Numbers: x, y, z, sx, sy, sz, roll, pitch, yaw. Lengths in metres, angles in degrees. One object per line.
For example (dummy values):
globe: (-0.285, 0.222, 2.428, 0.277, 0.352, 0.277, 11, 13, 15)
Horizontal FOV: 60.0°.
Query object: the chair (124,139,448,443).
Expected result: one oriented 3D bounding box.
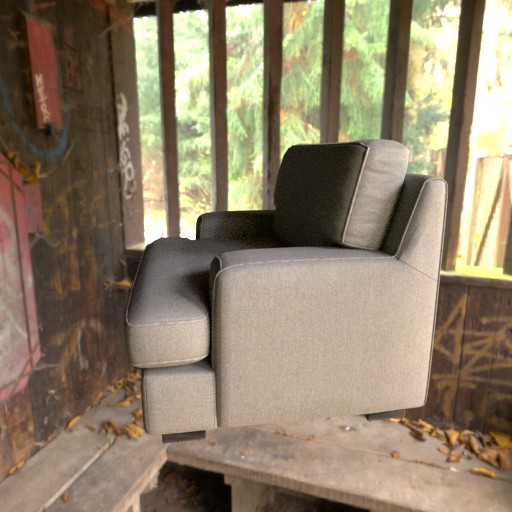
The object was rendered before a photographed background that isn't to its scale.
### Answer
chair: (0.000, 0.000, 1.945, 1.043, 0.974, 1.270, -2, 14, -10)
